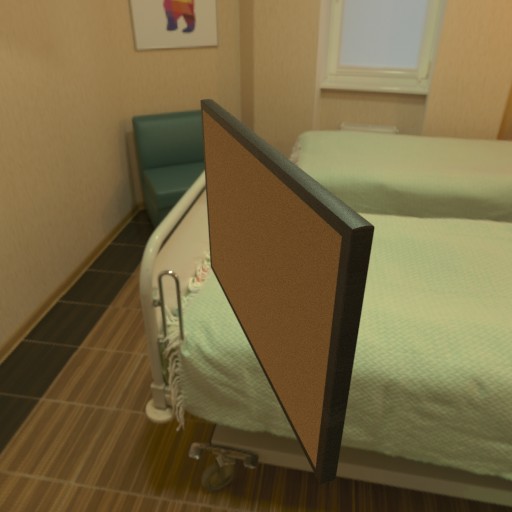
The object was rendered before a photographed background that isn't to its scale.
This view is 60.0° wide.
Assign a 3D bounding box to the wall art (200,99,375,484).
[{"bbox_3d":[0.000,0.000,1.154,0.038,0.612,0.912,-10,33,-17],"label":"wall art"}]
